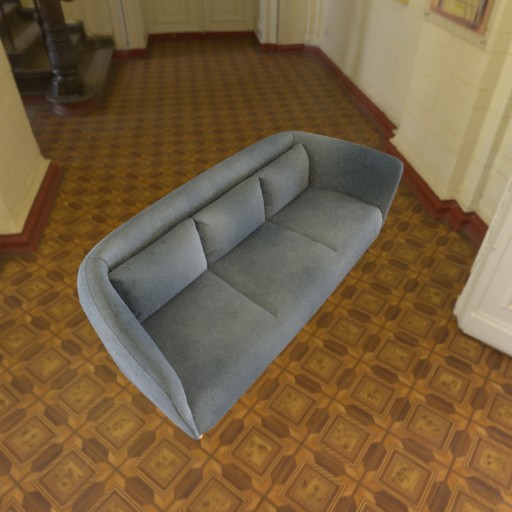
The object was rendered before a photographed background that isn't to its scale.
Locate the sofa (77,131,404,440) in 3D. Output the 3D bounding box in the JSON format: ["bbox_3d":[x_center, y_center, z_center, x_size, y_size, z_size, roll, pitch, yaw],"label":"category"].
[{"bbox_3d":[0.000,0.000,2.527,0.849,0.795,2.095,25,46,27],"label":"sofa"}]
